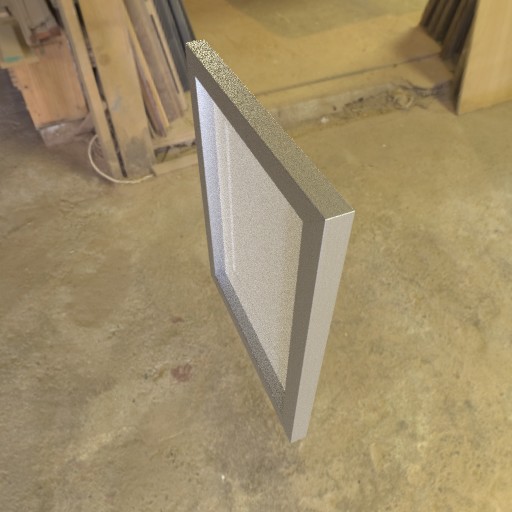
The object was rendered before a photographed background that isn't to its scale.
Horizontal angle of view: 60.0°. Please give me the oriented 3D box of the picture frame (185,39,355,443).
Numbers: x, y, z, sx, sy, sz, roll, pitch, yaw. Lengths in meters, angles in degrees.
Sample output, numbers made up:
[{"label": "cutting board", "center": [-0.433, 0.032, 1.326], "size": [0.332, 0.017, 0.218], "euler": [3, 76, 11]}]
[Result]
[{"label": "picture frame", "center": [0.000, 0.000, 0.527], "size": [0.036, 0.386, 0.307], "euler": [-17, 50, -16]}]
